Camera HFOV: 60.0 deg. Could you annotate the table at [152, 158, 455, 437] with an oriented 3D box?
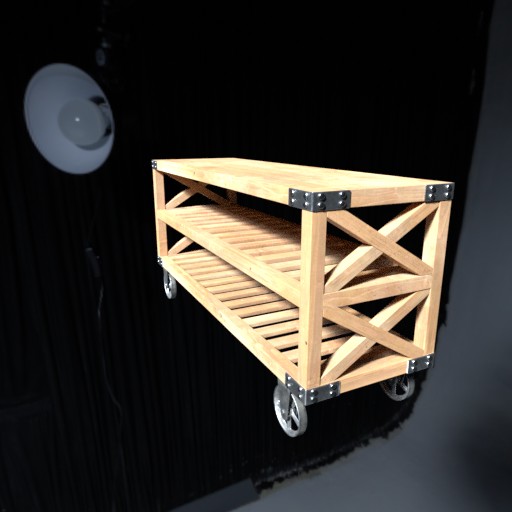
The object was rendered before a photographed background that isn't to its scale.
[{"bbox_3d":[0.000,0.000,1.818,0.467,0.711,1.487,-7,17,-26],"label":"table"}]
